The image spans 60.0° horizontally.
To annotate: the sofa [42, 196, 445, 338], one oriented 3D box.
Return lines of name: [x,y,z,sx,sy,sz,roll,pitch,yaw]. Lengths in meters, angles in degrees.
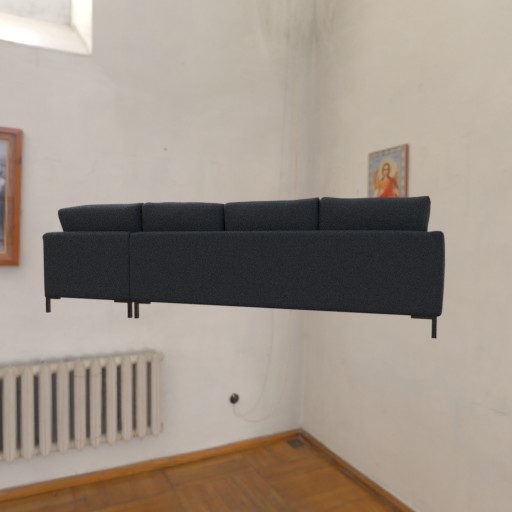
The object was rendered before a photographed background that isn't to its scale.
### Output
sofa: [0.000,0.000,3.943,2.975,0.858,1.984,1,2,19]
